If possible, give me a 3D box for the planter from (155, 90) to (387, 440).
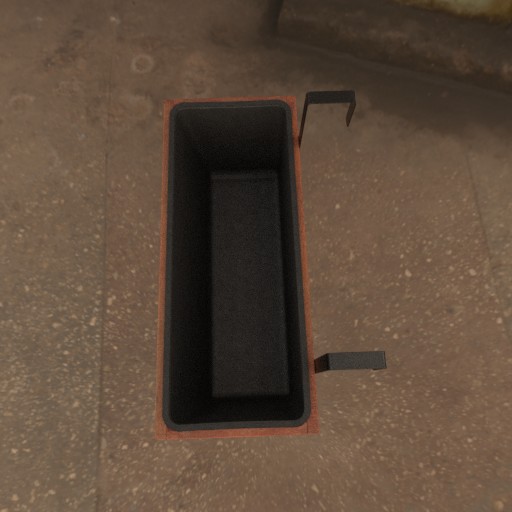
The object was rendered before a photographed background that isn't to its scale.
[{"bbox_3d":[0.000,0.000,0.644,0.262,0.289,0.480,-2,73,-1],"label":"planter"}]
